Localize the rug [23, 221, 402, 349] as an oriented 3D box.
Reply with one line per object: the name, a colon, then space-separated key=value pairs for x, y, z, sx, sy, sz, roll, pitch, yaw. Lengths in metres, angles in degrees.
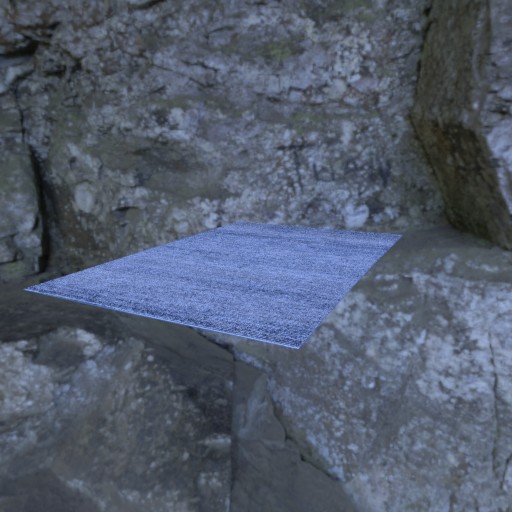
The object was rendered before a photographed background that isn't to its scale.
rug: x=0.000 y=0.000 z=2.203 sx=1.135 sy=0.010 sz=1.740 roll=7 pitch=16 yaw=26
